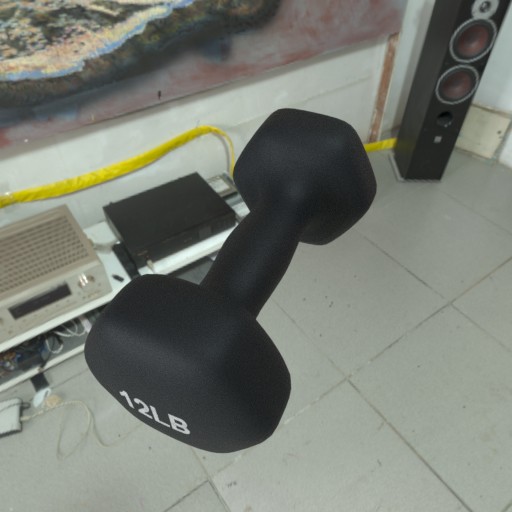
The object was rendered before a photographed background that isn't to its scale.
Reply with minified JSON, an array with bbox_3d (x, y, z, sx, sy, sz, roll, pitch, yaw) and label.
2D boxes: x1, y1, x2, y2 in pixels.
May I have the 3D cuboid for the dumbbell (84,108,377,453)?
[{"bbox_3d":[0.000,0.000,0.285,0.112,0.101,0.231,19,49,17],"label":"dumbbell"}]
